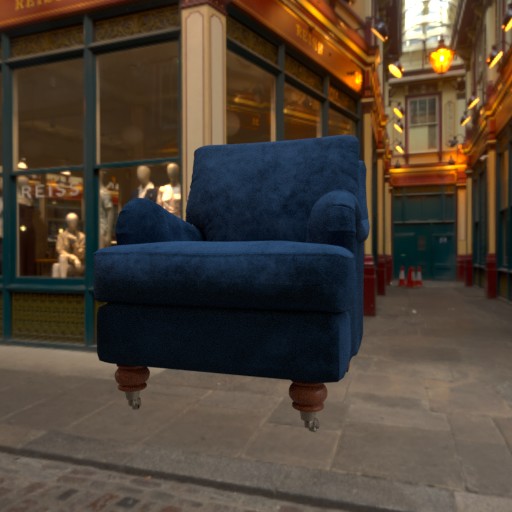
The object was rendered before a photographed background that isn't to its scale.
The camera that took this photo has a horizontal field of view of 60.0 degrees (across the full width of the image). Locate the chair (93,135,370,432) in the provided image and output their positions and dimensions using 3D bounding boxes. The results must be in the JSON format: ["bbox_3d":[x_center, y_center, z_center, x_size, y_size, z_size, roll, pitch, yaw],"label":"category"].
[{"bbox_3d":[0.000,0.000,1.854,0.895,1.076,1.078,0,1,18],"label":"chair"}]
